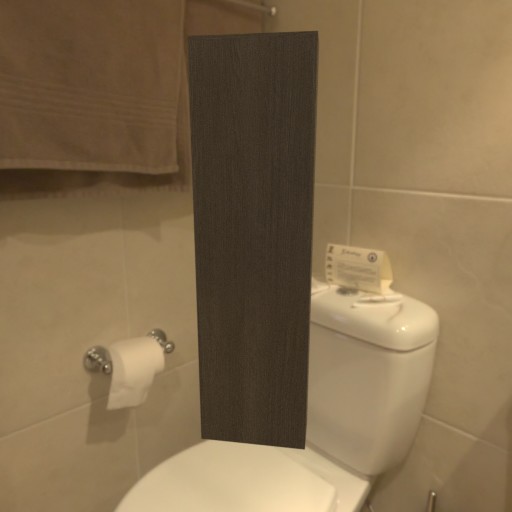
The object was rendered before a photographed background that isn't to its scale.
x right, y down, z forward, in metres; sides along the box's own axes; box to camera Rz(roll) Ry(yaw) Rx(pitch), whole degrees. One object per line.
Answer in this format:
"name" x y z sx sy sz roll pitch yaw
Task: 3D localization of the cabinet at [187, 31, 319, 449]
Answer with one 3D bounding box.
"cabinet" 0.000 0.000 2.002 0.500 1.790 0.230 2 14 9
